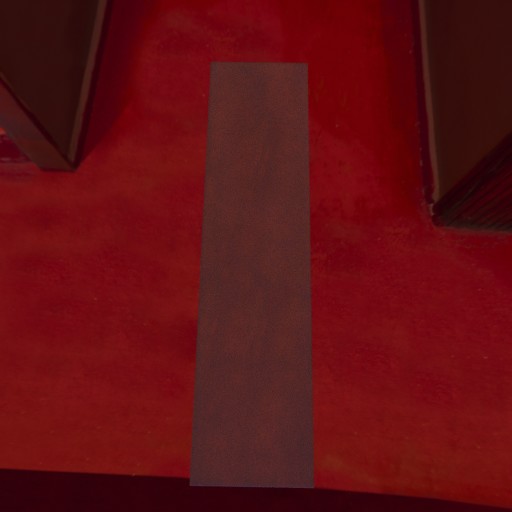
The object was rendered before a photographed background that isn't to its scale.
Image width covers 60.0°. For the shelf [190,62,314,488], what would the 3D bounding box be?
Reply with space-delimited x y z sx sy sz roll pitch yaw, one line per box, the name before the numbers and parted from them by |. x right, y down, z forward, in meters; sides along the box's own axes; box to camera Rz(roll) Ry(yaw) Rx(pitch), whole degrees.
shelf | 0.000 0.000 0.662 0.152 0.088 0.607 1 75 0
